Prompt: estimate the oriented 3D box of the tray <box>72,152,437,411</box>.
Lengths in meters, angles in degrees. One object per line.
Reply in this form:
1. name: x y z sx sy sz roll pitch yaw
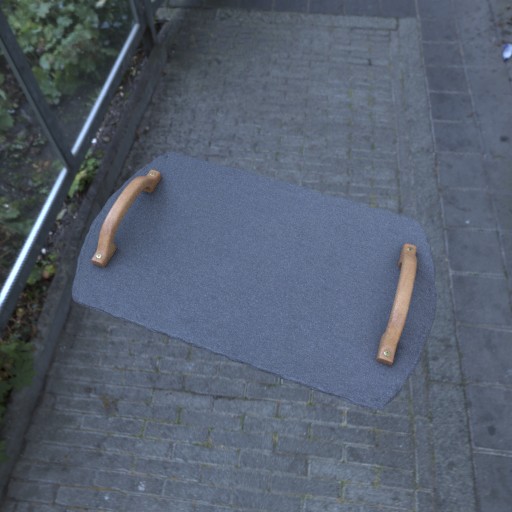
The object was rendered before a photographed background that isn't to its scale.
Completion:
1. tray: 0.000 0.000 0.480 0.387 0.062 0.231 17 60 11
